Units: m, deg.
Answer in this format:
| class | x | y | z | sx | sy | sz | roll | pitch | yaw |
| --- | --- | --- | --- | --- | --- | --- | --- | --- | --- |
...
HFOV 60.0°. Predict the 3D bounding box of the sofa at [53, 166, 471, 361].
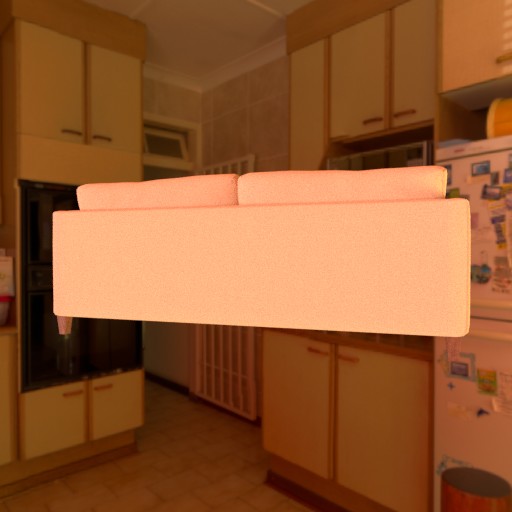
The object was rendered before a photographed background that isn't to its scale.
| class | x | y | z | sx | sy | sz | roll | pitch | yaw |
| --- | --- | --- | --- | --- | --- | --- | --- | --- | --- |
| sofa | 0.000 | 0.000 | 2.819 | 2.361 | 0.968 | 0.951 | 0 | 1 | 17 |
